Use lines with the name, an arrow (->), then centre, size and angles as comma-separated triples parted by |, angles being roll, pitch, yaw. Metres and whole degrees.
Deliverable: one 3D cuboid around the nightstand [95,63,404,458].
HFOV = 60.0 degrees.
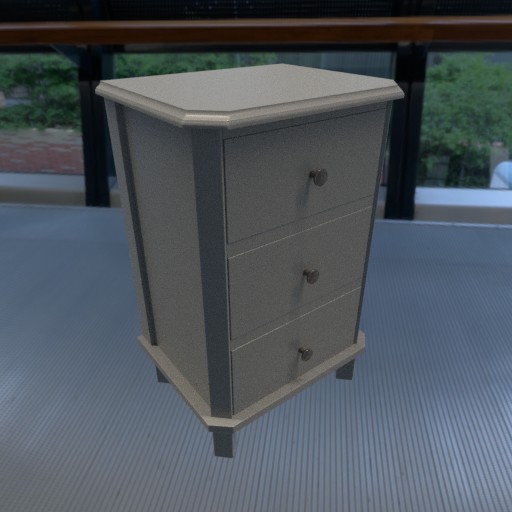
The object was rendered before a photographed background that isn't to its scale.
nightstand -> 0.000, 0.000, 0.921 | 0.435, 0.680, 0.348 | -21, 36, -32
